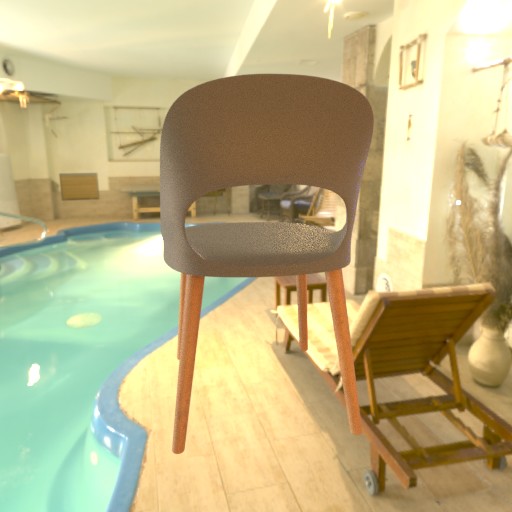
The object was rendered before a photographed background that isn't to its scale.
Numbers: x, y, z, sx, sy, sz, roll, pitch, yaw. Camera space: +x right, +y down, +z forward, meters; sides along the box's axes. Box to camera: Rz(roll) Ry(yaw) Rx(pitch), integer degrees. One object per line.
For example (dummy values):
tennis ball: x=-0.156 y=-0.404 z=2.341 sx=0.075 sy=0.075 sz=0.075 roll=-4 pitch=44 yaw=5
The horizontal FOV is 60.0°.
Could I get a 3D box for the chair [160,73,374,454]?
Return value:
chair: x=0.000 y=0.000 z=1.142 sx=0.470 sy=0.795 sz=0.556 roll=-2 pitch=14 yaw=-9
